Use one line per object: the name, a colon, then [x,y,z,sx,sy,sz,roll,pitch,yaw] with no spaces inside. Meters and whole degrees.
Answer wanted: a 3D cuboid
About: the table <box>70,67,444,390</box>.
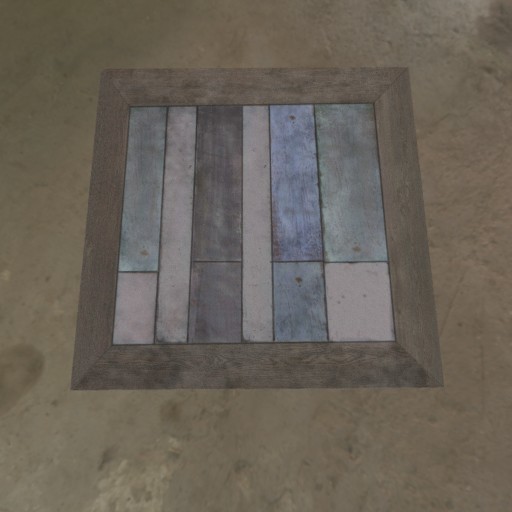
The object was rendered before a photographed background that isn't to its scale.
table: [0.000,0.000,1.093,0.610,0.610,0.610,0,75,0]
